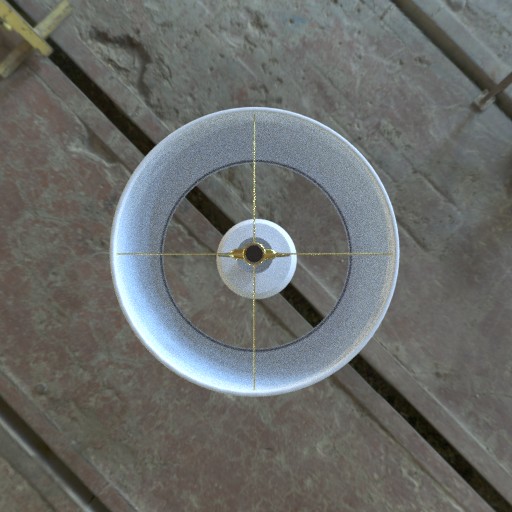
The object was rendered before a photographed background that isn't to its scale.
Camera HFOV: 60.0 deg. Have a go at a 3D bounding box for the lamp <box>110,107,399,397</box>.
[{"bbox_3d":[0.000,0.000,0.725,0.301,0.533,0.301,0,89,0],"label":"lamp"}]
